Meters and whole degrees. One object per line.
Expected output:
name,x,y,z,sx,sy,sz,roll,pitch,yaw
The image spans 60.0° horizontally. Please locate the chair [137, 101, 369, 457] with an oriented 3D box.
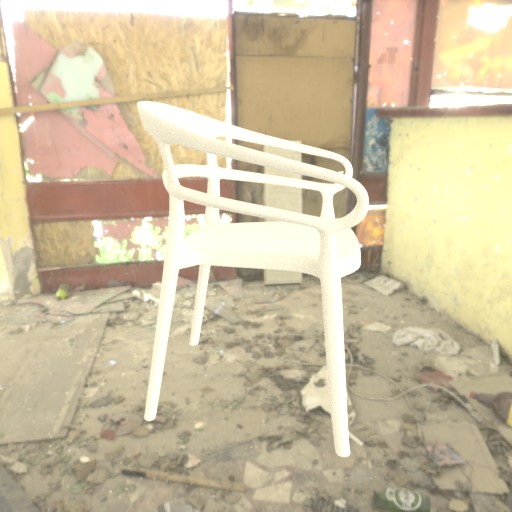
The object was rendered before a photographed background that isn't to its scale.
chair,0.000,0.000,1.152,0.527,0.761,0.559,3,17,8
